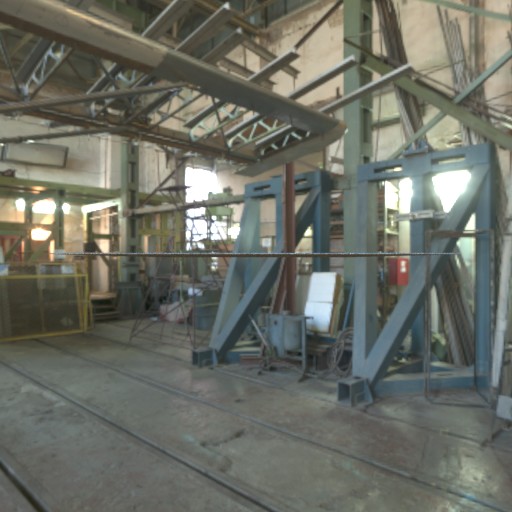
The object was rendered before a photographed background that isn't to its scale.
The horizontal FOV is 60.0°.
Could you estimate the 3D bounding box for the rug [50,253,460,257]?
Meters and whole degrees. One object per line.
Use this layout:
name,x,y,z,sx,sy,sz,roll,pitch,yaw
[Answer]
rug,0.000,0.000,4.216,2.443,0.007,3.200,0,-1,0
